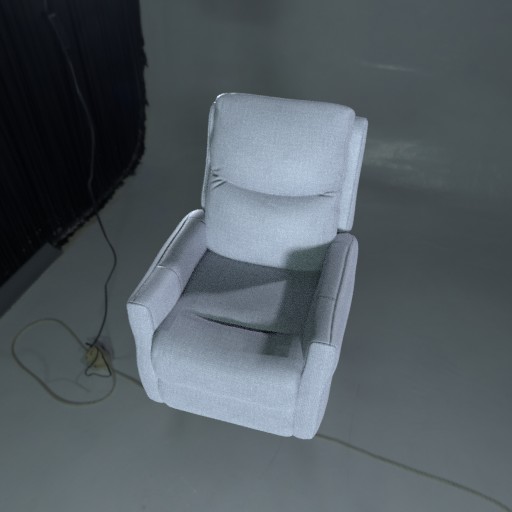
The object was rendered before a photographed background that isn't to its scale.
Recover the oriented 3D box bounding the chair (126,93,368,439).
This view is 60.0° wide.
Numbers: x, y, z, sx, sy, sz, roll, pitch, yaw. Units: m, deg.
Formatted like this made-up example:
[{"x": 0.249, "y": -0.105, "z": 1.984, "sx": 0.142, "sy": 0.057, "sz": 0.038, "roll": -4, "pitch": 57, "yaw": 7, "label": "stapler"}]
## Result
[{"x": 0.000, "y": 0.000, "z": 1.847, "sx": 0.829, "sy": 1.030, "sz": 1.080, "roll": 10, "pitch": 43, "yaw": 11, "label": "chair"}]
